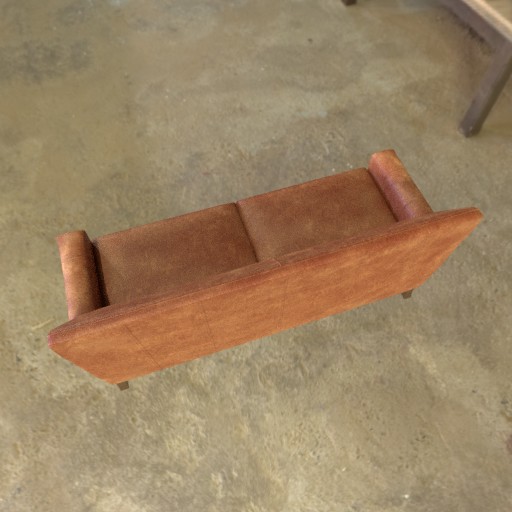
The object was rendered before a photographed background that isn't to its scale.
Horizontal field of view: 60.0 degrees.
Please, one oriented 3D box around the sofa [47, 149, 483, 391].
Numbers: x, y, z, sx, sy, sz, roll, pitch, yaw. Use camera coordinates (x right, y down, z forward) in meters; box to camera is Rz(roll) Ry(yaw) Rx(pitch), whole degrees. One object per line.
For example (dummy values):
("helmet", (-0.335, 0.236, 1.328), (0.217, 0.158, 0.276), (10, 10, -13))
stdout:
("sofa", (0.000, 0.000, 2.530), (2.053, 0.947, 0.805), (-16, 60, -9))
